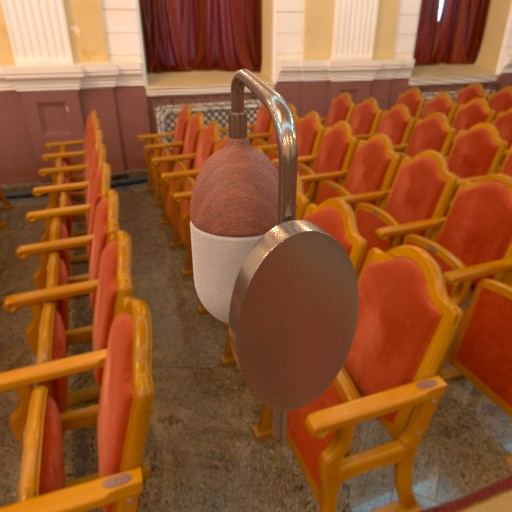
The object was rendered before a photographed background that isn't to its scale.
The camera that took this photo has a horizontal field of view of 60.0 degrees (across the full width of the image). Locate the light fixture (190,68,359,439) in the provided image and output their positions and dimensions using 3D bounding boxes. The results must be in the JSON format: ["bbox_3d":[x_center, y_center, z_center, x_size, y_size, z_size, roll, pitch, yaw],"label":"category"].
[{"bbox_3d":[0.000,0.000,0.444,0.108,0.343,0.216,-9,28,-17],"label":"light fixture"}]
